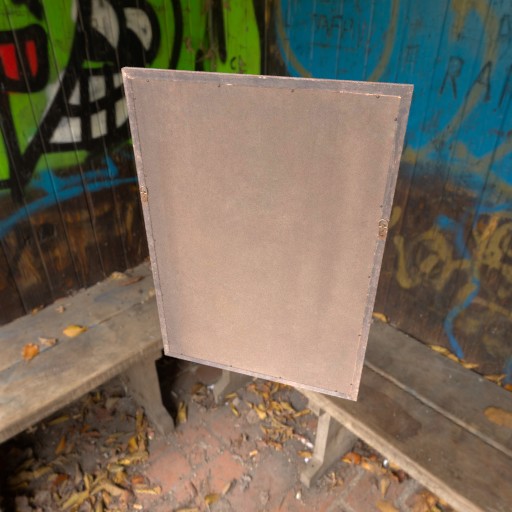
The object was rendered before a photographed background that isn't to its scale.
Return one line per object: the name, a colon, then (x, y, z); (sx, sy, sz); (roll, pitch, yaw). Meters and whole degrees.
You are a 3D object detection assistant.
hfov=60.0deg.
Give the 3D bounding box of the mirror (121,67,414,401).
mirror: (0.000, 0.000, 1.300); (0.705, 0.996, 0.025); (10, 34, 15)
